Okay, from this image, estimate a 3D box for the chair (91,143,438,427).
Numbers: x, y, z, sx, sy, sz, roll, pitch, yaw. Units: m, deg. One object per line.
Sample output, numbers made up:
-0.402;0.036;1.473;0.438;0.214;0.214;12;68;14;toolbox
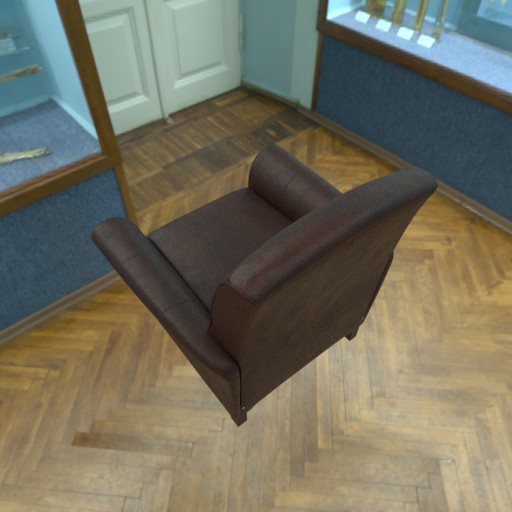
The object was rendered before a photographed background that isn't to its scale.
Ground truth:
0.000;0.000;1.773;0.978;1.061;0.902;-30;54;-25;chair
